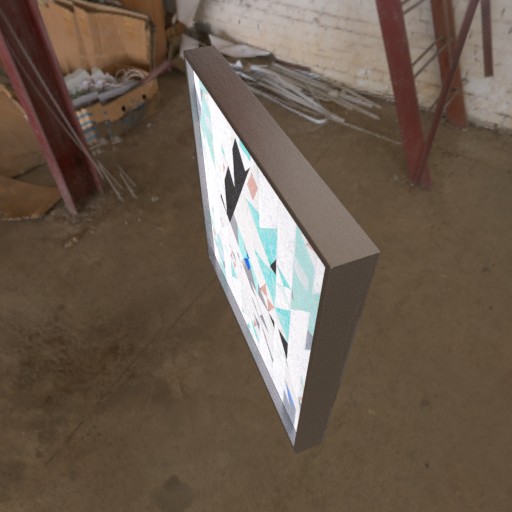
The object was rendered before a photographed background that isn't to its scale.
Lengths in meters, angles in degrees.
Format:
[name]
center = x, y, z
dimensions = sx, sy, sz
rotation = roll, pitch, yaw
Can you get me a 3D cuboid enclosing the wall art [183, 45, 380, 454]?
[wall art]
center = 0.000, 0.000, 0.526
dimensions = 0.038, 0.350, 0.350
rotation = -17, 50, -15
